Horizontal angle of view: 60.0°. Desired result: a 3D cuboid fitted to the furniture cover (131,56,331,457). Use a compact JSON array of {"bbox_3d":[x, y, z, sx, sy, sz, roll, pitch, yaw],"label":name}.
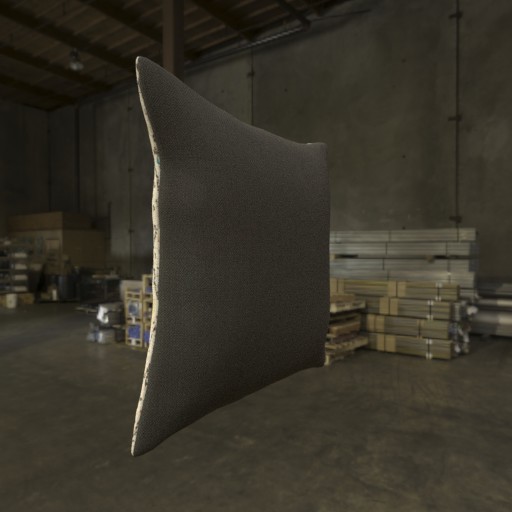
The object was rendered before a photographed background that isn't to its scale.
[{"bbox_3d":[0.000,0.000,0.762,0.180,0.498,0.525,0,1,35],"label":"furniture cover"}]
